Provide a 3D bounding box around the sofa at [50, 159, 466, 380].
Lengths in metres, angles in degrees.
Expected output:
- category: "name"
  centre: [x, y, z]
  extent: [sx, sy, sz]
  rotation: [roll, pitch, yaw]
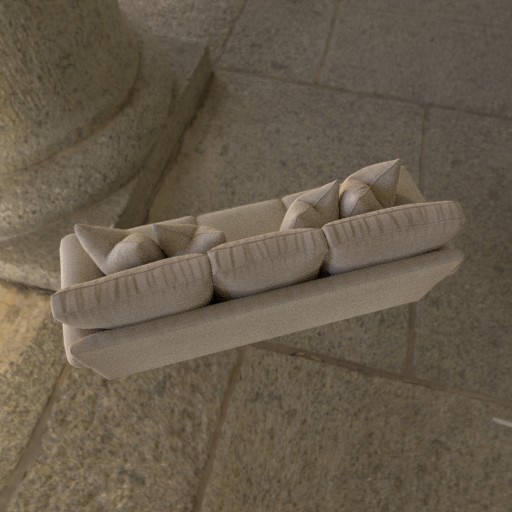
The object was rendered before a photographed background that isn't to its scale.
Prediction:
- category: "sofa"
  centre: [0.000, 0.000, 2.777]
  extent: [2.312, 0.975, 0.965]
  rotation: [-13, 59, -8]
